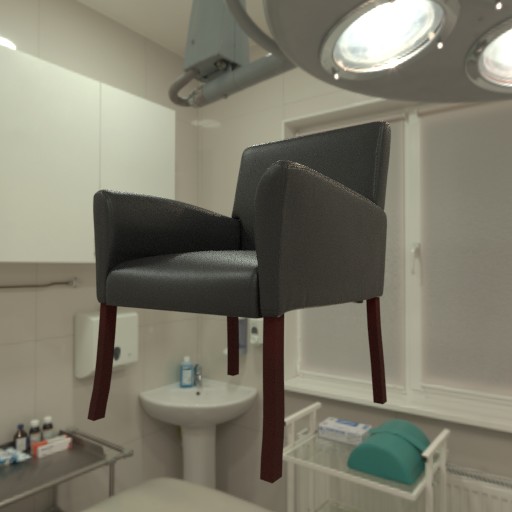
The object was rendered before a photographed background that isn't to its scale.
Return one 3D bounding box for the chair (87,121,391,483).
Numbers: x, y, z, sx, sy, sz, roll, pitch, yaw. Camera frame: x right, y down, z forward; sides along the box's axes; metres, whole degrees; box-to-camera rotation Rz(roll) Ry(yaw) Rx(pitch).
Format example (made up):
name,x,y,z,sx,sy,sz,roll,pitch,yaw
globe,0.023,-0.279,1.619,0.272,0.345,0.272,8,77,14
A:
name,x,y,z,sx,sy,sz,roll,pitch,yaw
chair,0.000,0.000,1.418,0.683,0.951,0.772,-1,-1,36
